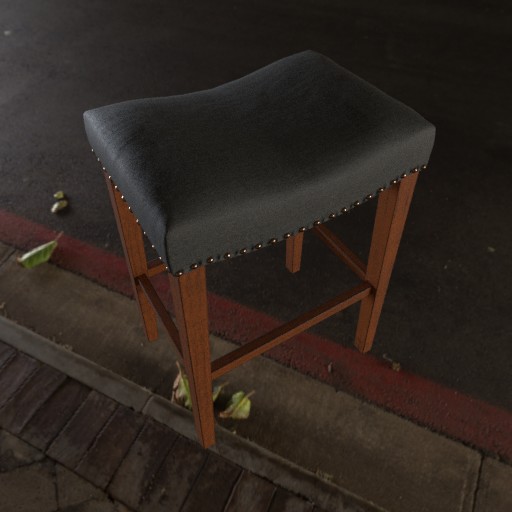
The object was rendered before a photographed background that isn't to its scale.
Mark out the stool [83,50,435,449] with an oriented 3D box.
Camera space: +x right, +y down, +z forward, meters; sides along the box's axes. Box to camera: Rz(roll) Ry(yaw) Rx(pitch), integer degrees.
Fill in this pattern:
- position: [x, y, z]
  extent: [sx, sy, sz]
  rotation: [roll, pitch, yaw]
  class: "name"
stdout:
- position: [0.000, 0.000, 0.837]
  extent: [0.439, 0.612, 0.320]
  rotation: [-24, 52, -21]
  class: "stool"
